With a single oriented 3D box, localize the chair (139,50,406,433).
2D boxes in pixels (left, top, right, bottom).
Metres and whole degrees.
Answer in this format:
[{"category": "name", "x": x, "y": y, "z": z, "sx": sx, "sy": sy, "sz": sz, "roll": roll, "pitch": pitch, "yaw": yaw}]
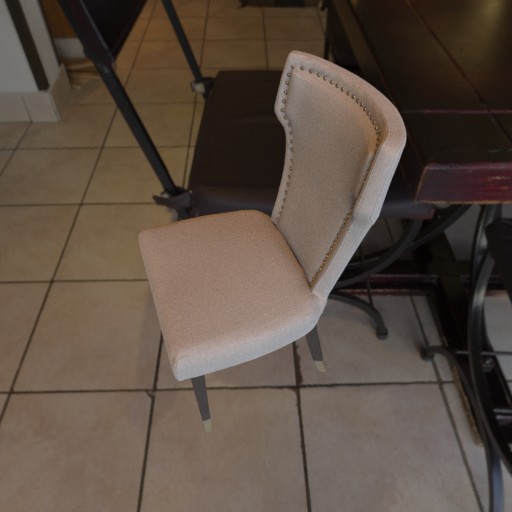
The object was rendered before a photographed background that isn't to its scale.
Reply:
[{"category": "chair", "x": 0.000, "y": 0.000, "z": 1.303, "sx": 0.630, "sy": 0.950, "sz": 0.526, "roll": -15, "pitch": 48, "yaw": -14}]
